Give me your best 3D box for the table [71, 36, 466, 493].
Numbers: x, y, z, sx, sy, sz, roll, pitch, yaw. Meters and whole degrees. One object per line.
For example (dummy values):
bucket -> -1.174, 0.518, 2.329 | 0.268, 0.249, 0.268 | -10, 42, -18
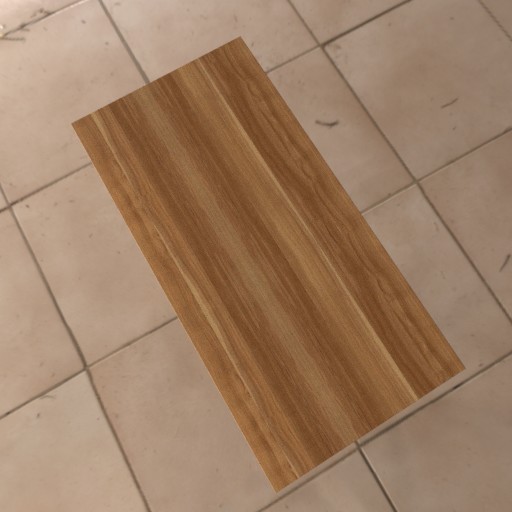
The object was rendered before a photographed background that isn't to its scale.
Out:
table -> 0.000, 0.000, 2.494 | 1.000, 0.770, 2.000 | -30, 79, -6
